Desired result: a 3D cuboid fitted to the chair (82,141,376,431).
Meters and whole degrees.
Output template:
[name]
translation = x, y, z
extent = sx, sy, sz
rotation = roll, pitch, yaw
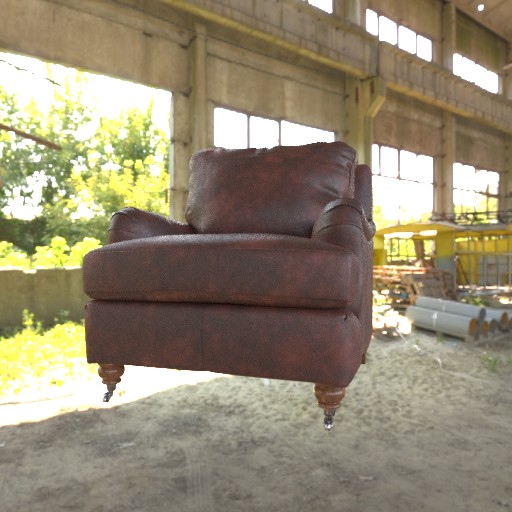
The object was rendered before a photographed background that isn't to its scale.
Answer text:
[chair]
translation = 0.000, 0.000, 1.941
extent = 0.987, 1.051, 1.156
rotation = 0, 0, 19
